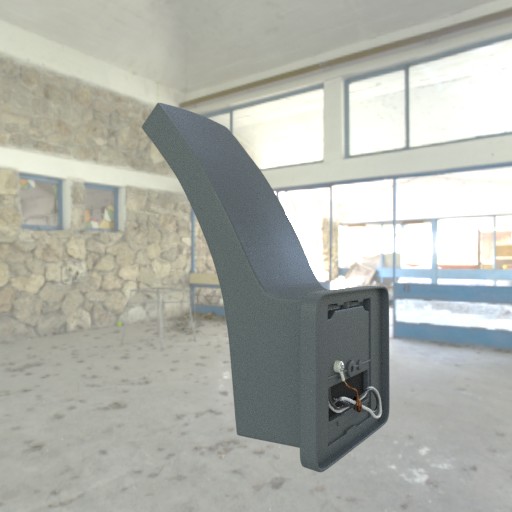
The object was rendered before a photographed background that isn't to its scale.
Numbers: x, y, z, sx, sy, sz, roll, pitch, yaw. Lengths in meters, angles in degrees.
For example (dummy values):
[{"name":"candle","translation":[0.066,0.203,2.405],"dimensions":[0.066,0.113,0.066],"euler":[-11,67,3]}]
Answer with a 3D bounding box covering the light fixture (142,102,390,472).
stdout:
[{"name":"light fixture","translation":[0.000,0.000,0.334],"dimensions":[0.174,0.243,0.108],"euler":[-1,-1,37]}]
